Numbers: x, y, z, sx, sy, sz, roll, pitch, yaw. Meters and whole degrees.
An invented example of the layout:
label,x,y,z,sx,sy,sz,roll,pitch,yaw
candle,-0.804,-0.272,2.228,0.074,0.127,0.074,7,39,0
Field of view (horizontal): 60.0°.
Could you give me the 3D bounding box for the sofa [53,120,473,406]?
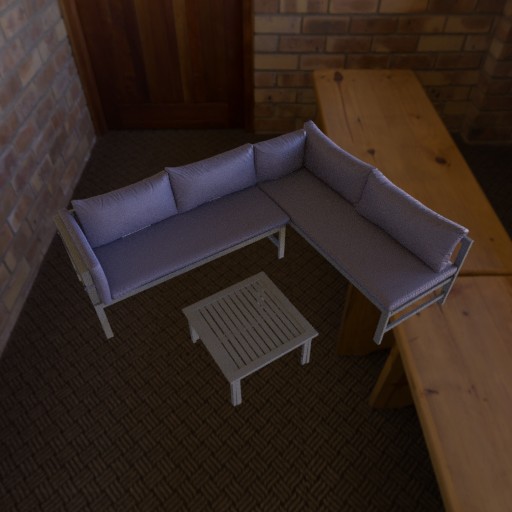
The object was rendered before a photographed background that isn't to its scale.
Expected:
label,x,y,z,sx,sy,sz,roll,pitch,yaw
sofa,0.000,0.000,3.007,2.149,0.762,1.658,-24,50,-22
